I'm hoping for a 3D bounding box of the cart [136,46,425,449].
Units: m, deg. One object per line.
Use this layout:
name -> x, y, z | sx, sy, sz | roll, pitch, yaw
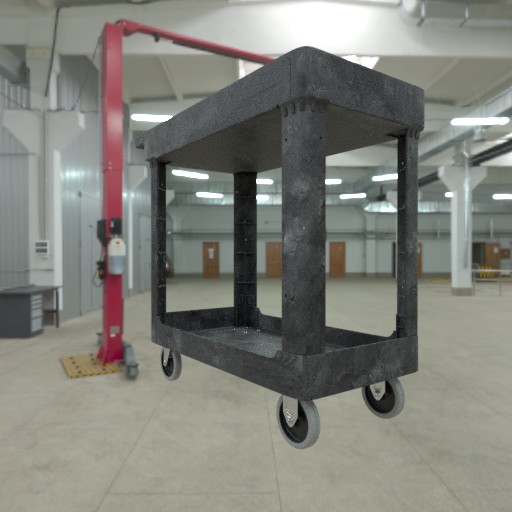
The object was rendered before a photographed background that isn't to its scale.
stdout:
cart -> 0.000, 0.000, 1.327 | 0.420, 0.824, 0.877 | 0, 1, -36
